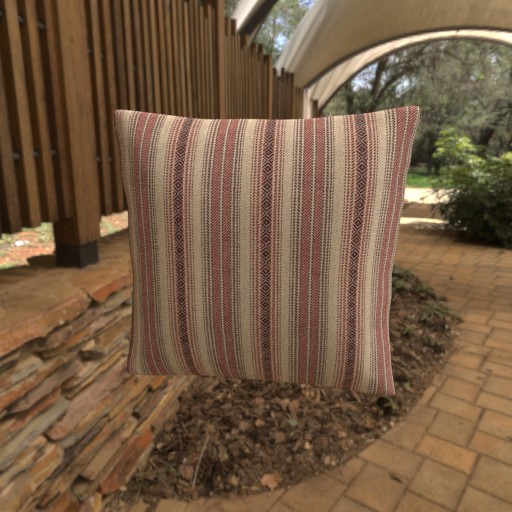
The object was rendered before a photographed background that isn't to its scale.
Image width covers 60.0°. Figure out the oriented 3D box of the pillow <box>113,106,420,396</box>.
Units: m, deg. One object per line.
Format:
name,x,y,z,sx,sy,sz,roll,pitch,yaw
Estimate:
pillow,0.000,0.000,0.781,0.513,0.497,0.166,2,14,9
